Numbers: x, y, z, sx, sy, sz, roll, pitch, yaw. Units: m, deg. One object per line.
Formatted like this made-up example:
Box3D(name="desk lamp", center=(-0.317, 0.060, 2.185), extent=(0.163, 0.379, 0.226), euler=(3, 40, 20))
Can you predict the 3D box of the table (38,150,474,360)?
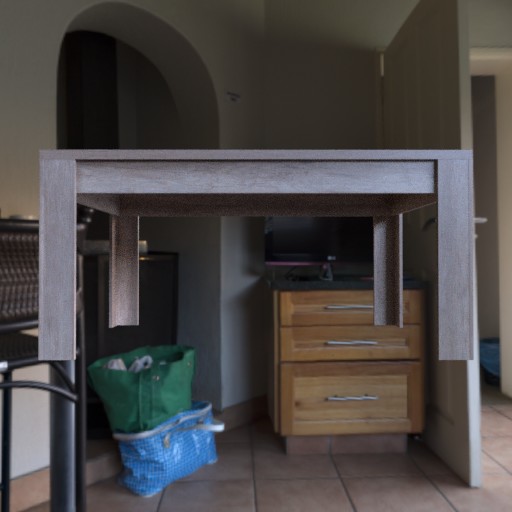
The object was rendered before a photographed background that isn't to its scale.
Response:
Box3D(name="table", center=(0.000, 0.000, 2.083), extent=(1.600, 0.775, 0.900), euler=(0, -1, 0))
